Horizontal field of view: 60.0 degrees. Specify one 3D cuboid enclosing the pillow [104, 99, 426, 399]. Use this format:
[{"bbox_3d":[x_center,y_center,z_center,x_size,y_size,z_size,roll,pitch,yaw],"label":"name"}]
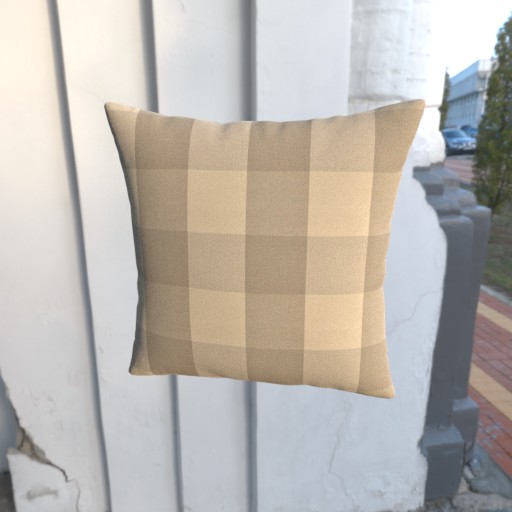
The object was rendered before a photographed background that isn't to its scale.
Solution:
[{"bbox_3d":[0.000,0.000,0.768,0.511,0.509,0.161,3,16,9],"label":"pillow"}]
